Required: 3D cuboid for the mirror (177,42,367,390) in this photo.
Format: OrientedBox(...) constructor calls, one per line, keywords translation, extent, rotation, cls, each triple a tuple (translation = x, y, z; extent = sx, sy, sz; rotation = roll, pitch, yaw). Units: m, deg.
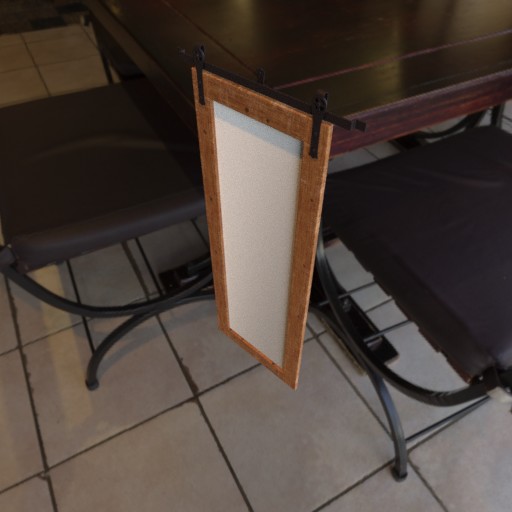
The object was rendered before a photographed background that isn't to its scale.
OrientedBox(translation=(0.000, 0.000, 2.088), extent=(0.847, 1.793, 0.042), rotation=(33, 55, 28), cls="mirror")
